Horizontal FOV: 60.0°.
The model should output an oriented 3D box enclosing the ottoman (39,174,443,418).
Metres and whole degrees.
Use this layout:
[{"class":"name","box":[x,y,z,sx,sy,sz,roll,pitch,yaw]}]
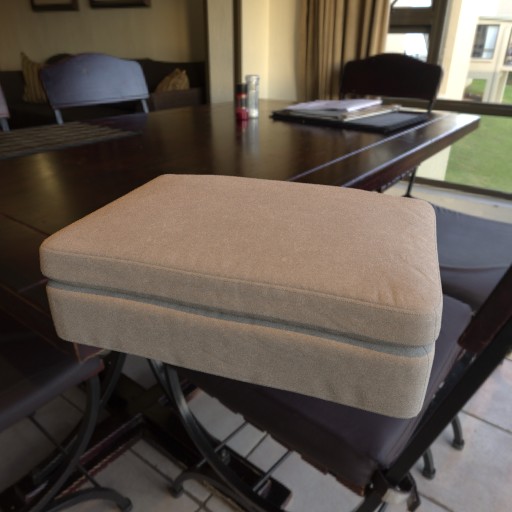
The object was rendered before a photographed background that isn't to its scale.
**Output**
[{"class":"ottoman","box":[0.000,0.000,1.584,1.199,0.429,0.840,8,28,16]}]
